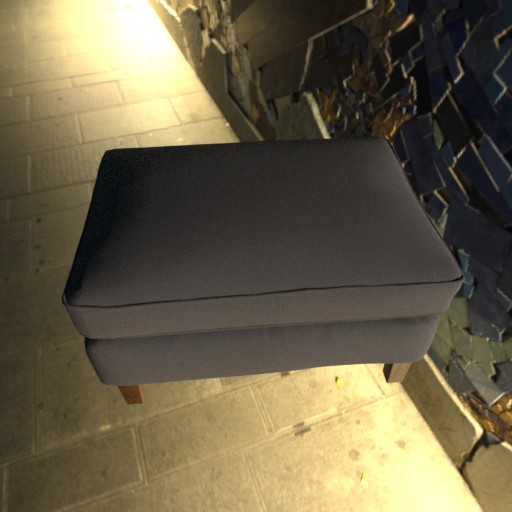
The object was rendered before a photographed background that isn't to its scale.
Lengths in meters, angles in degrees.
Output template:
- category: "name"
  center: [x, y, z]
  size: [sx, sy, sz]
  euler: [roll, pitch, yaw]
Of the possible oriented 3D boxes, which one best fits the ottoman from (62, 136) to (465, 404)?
- category: "ottoman"
  center: [0.000, 0.000, 0.982]
  size: [0.686, 0.406, 0.508]
  euler: [-4, 46, -3]
